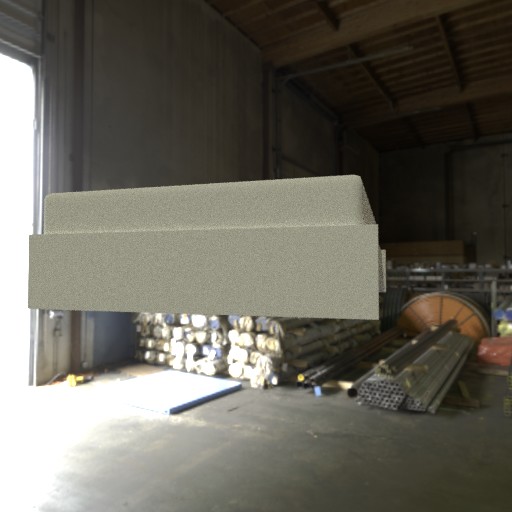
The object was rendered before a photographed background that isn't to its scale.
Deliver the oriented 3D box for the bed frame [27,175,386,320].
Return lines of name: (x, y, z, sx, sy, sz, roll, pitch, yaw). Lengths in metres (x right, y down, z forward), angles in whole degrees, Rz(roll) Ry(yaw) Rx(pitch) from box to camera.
bed frame: (0.000, 0.000, 2.616, 1.445, 0.497, 1.945, -1, -2, 17)
